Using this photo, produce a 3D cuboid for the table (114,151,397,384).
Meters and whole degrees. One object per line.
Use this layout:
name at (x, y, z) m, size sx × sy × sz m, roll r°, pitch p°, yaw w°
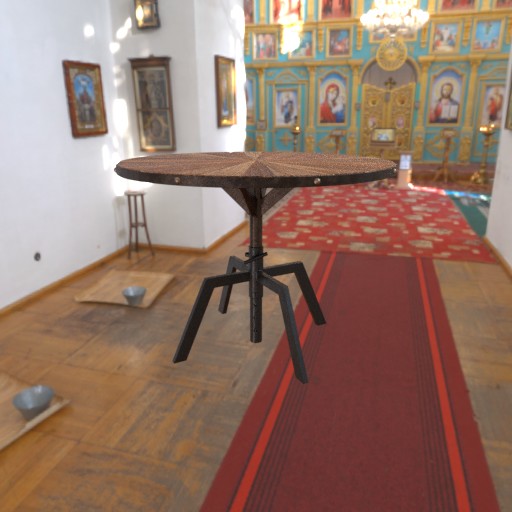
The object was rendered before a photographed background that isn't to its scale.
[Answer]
table at (0.000, 0.000, 1.552) m, size 0.885 × 0.658 × 0.885 m, roll 0°, pitch 17°, yaw 0°
